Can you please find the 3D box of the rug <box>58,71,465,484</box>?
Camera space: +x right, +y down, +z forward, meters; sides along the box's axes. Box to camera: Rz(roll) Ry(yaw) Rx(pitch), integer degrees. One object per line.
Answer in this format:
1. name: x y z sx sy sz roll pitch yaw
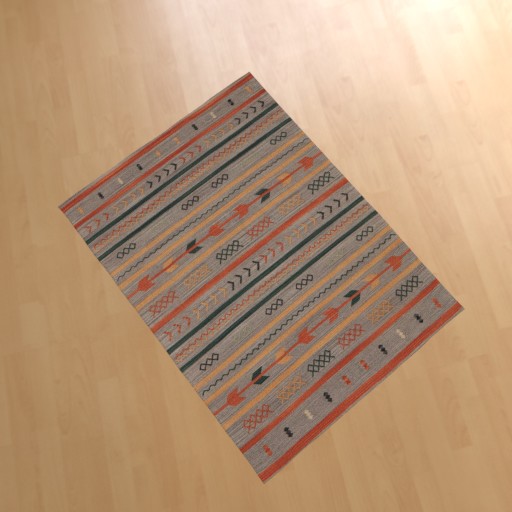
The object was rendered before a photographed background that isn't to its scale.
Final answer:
1. rug: 0.000 0.000 3.981 2.263 0.022 3.029 -38 80 -8
